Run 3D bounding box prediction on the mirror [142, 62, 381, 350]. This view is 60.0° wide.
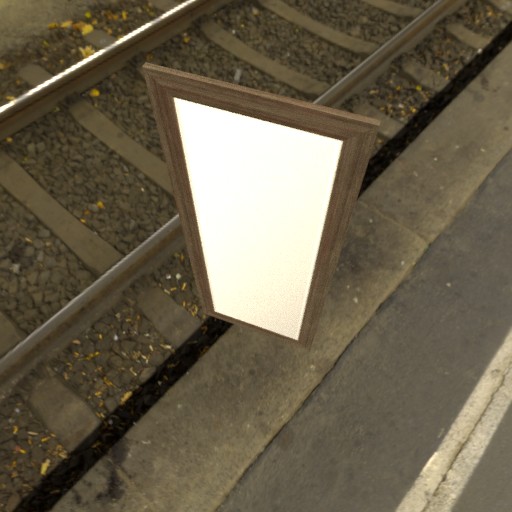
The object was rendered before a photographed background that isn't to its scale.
[{"bbox_3d":[0.000,0.000,2.299,0.812,2.032,0.025,18,60,10],"label":"mirror"}]
